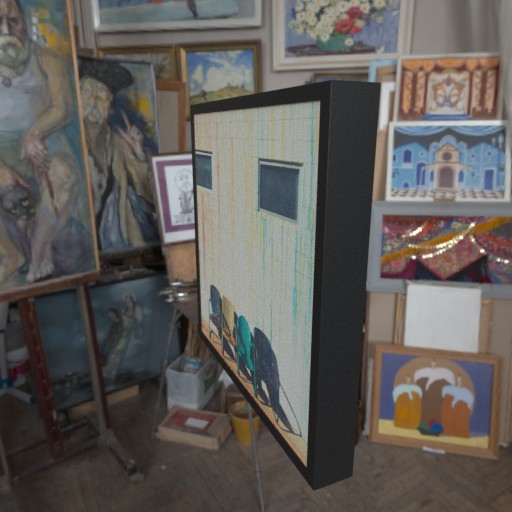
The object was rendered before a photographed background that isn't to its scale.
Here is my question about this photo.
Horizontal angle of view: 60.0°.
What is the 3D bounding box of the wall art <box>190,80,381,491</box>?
[{"bbox_3d":[0.000,0.000,0.449,0.038,0.304,0.304,-7,17,-23],"label":"wall art"}]
